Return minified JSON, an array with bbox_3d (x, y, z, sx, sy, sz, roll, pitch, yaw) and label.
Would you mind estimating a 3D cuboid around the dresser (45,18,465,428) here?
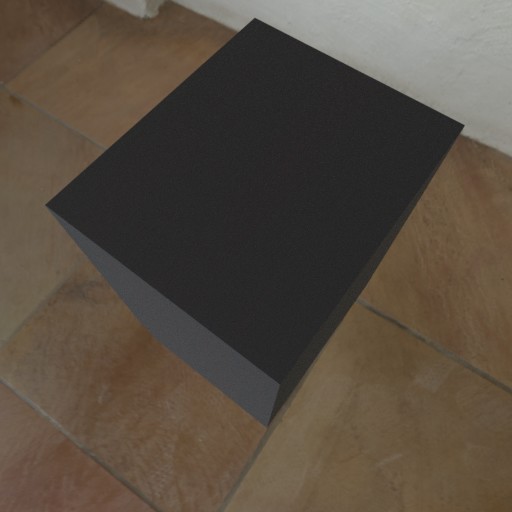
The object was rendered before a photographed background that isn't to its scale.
[{"bbox_3d":[0.000,0.000,0.791,0.360,0.560,0.400,34,69,15],"label":"dresser"}]
